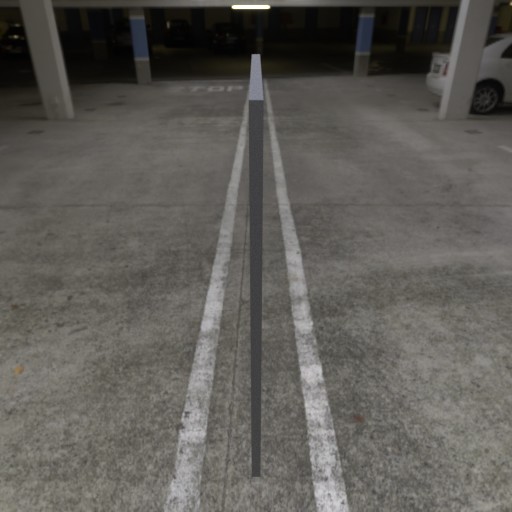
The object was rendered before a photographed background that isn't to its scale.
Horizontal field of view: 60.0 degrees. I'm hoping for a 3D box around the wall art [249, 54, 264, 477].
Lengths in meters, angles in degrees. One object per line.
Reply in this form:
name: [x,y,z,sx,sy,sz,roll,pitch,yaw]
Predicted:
wall art: [0.000,0.000,0.685,0.013,0.534,0.380,0,30,0]
